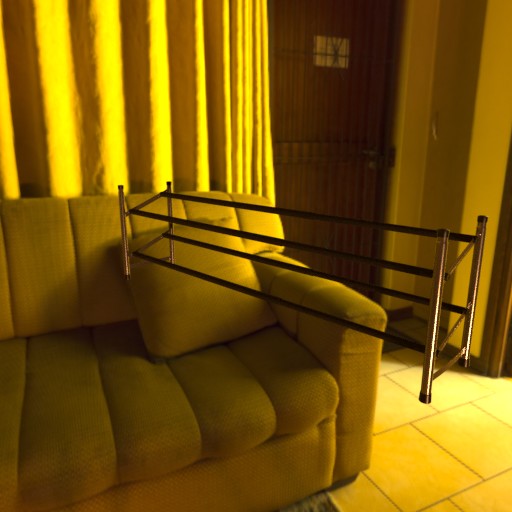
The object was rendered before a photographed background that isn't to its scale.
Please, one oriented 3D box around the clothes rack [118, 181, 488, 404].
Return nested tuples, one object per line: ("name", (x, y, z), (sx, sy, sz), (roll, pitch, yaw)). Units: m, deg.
("clothes rack", (0.000, 0.000, 1.298), (1.168, 0.349, 0.229), (14, 20, 43))
